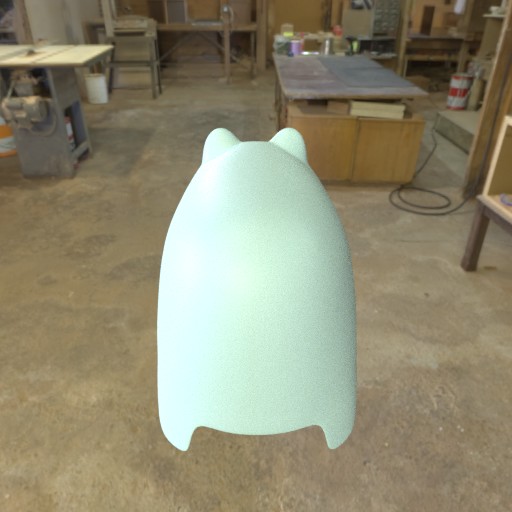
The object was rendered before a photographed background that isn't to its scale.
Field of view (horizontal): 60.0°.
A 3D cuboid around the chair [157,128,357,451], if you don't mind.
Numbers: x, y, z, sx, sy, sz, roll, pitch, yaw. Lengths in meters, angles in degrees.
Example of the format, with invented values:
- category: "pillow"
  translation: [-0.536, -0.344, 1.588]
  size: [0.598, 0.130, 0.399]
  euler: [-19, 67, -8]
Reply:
- category: "chair"
  translation: [0.000, 0.000, 0.867]
  size: [0.364, 0.423, 0.619]
  euler: [0, 31, -1]
